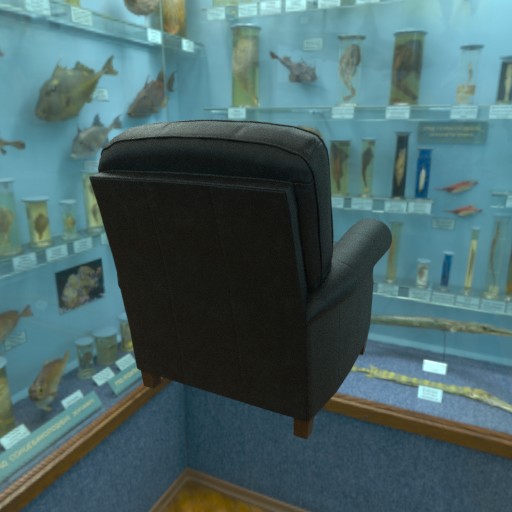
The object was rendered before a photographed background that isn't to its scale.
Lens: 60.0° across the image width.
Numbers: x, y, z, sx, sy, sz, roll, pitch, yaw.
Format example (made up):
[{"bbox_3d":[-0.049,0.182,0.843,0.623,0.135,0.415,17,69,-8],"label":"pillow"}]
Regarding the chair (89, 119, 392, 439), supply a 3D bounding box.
[{"bbox_3d":[0.000,0.000,1.741,0.936,1.018,0.986,8,18,26],"label":"chair"}]
